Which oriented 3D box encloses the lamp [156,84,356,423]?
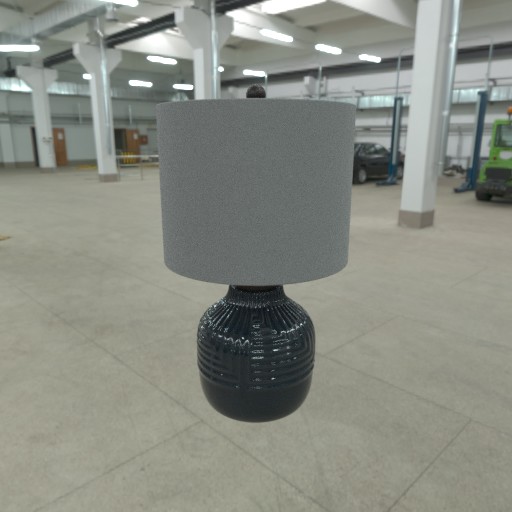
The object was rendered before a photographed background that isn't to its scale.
[{"bbox_3d":[0.000,0.000,0.781,0.318,0.567,0.318,0,15,0],"label":"lamp"}]
